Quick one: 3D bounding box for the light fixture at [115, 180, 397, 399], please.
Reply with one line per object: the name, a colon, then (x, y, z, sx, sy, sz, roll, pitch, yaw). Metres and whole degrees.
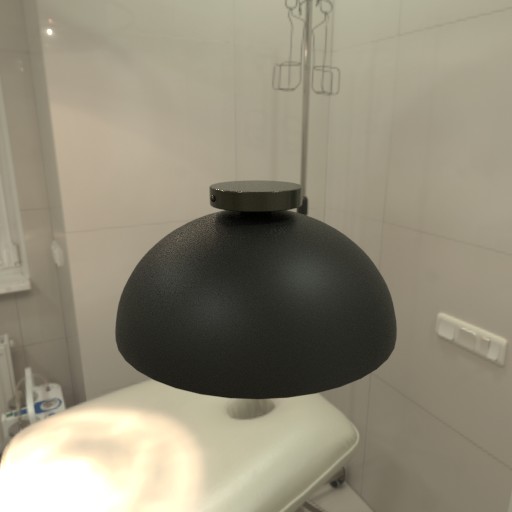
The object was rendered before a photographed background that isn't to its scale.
light fixture: (0.000, 0.000, 0.561, 0.355, 0.177, 0.355, 0, 16, 0)
